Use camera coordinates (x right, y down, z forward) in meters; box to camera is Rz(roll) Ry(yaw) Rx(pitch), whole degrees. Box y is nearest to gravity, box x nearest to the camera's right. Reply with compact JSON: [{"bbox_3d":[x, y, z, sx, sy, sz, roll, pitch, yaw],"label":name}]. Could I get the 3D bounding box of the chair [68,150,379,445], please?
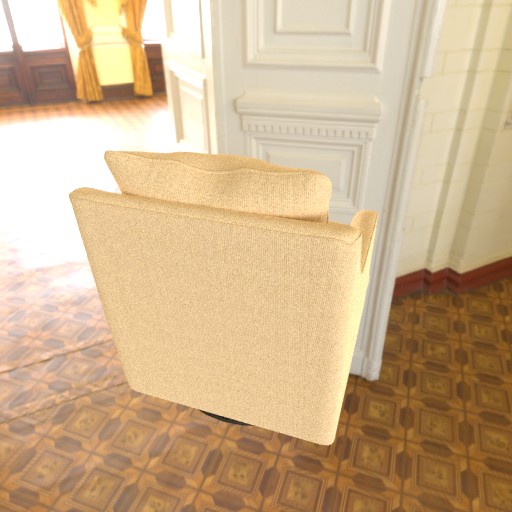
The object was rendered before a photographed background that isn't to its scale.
[{"bbox_3d":[0.000,0.000,1.555,0.760,0.927,0.876,10,33,16],"label":"chair"}]
